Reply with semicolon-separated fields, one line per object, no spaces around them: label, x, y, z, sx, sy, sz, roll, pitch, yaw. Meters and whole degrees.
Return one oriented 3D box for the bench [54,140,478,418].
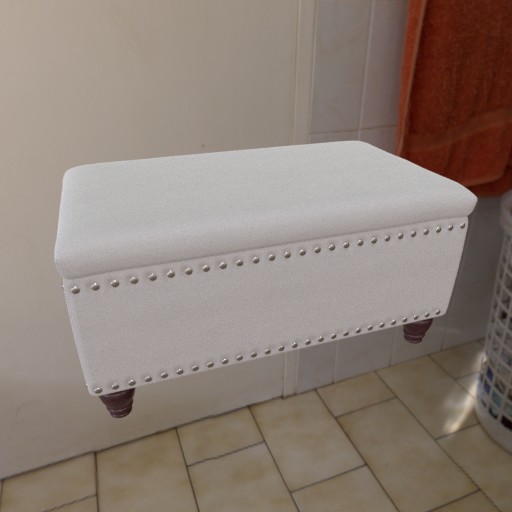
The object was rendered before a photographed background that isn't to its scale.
bench;0.000;0.000;1.161;0.887;0.449;0.500;-9;30;-17
